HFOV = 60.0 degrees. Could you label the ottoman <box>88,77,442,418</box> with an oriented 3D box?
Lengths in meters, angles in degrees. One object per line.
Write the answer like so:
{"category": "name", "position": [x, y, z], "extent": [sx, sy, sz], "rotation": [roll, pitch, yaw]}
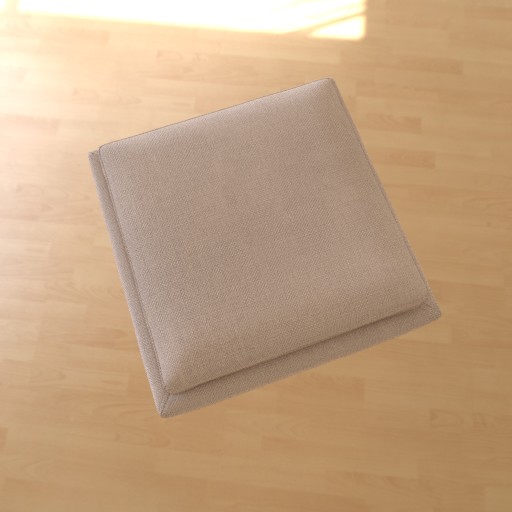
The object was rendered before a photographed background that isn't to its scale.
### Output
{"category": "ottoman", "position": [0.000, 0.000, 0.833], "extent": [0.451, 0.460, 0.450], "rotation": [-19, 75, -5]}
